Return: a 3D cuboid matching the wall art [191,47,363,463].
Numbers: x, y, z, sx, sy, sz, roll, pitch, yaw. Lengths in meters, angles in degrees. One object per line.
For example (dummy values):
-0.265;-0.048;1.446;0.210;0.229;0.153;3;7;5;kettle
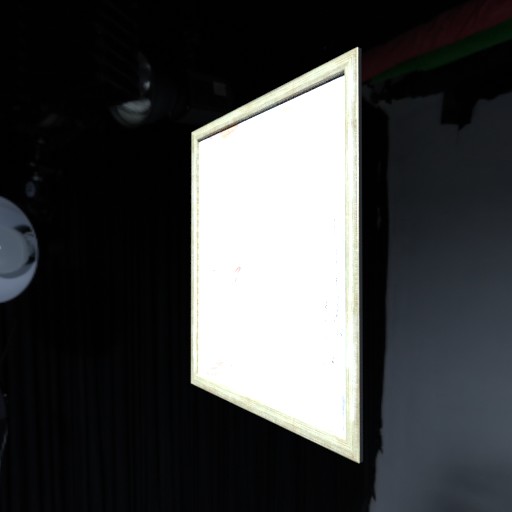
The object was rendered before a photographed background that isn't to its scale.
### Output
0.000;0.000;0.793;0.009;0.559;0.483;1;-1;-36;wall art
